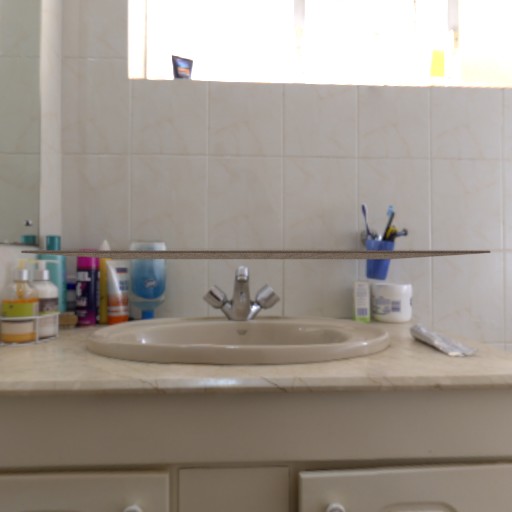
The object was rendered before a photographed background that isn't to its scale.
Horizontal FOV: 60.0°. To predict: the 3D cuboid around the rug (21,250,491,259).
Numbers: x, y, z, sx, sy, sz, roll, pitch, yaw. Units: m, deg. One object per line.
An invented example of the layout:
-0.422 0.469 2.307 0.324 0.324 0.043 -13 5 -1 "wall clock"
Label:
0.000 0.000 2.923 2.260 0.013 1.600 0 -2 0 "rug"
